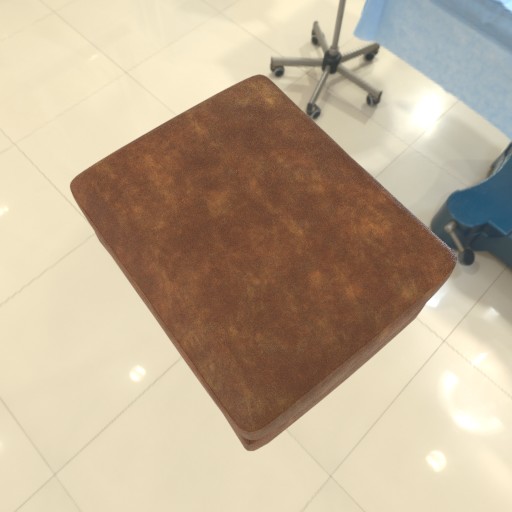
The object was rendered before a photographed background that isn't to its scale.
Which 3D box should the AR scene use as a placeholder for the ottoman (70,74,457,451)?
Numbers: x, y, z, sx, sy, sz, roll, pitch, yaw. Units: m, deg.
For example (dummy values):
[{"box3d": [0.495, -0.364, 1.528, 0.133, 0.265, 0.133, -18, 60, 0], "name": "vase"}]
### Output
[{"box3d": [0.000, 0.000, 1.156, 0.603, 0.476, 0.751, -35, 70, -15], "name": "ottoman"}]
